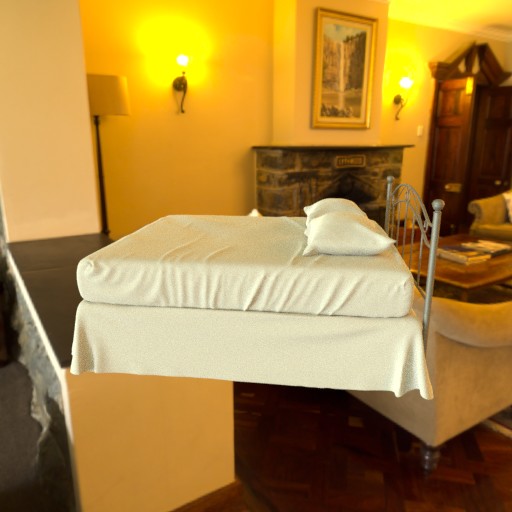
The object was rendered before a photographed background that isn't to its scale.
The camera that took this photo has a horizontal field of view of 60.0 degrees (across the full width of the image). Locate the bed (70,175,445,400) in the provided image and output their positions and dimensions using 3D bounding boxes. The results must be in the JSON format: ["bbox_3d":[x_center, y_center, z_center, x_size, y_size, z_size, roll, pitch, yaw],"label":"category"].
[{"bbox_3d":[0.000,0.000,3.296,2.215,1.080,1.936,2,15,7],"label":"bed"}]
